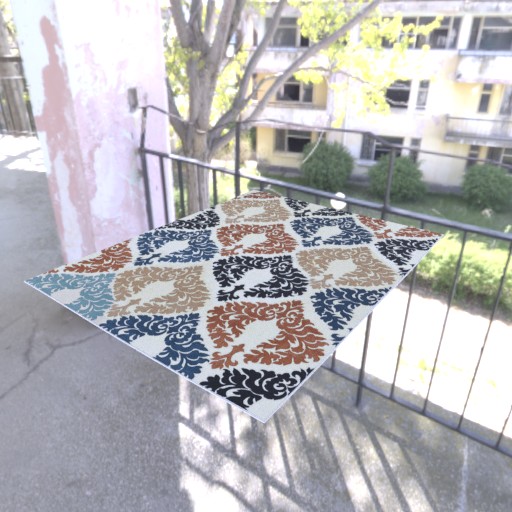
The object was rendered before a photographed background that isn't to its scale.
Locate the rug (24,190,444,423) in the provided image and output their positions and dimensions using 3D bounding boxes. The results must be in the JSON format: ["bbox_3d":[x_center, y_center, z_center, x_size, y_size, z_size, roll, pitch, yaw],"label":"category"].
[{"bbox_3d":[0.000,0.000,3.994,2.423,0.014,3.040,19,32,33],"label":"rug"}]
